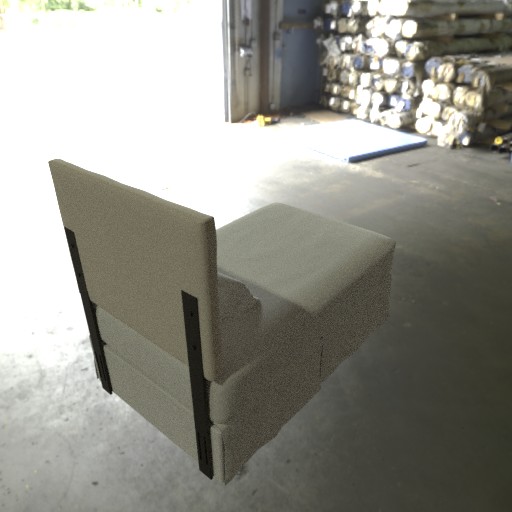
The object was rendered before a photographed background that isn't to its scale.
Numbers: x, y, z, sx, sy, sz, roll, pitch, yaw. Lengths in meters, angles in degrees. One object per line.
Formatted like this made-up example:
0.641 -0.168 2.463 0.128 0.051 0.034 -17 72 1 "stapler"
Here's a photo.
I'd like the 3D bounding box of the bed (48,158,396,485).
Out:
0.000 0.000 2.969 1.261 1.571 1.997 23 37 34 "bed"
